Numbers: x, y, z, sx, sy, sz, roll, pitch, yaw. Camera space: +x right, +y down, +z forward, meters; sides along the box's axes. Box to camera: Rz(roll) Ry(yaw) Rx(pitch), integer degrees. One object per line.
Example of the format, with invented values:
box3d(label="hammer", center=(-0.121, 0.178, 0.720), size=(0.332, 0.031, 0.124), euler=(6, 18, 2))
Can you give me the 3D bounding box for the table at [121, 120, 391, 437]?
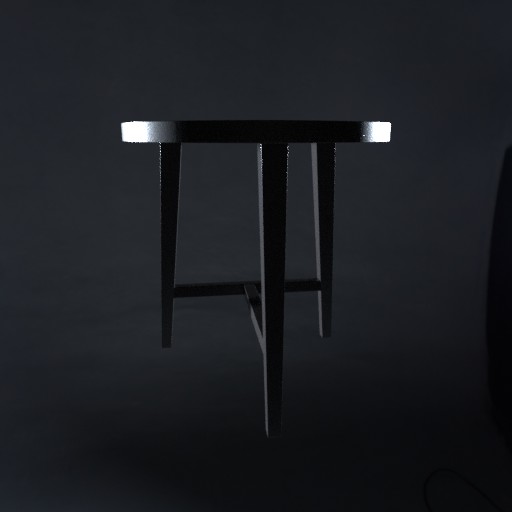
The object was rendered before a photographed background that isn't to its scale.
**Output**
box3d(label="table", center=(0.000, 0.000, 0.928), size=(0.500, 0.531, 0.500), euler=(0, 15, 0))
